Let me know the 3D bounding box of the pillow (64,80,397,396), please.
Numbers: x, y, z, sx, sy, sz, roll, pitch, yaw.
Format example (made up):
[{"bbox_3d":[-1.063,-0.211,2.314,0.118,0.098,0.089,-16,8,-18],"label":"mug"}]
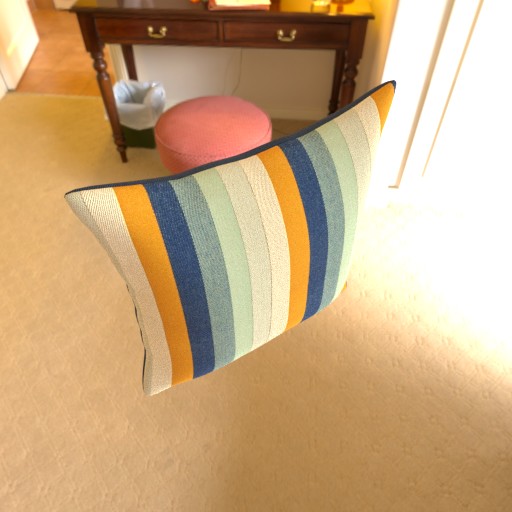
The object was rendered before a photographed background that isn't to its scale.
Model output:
[{"bbox_3d":[0.000,0.000,0.699,0.463,0.454,0.173,-25,52,-21],"label":"pillow"}]
